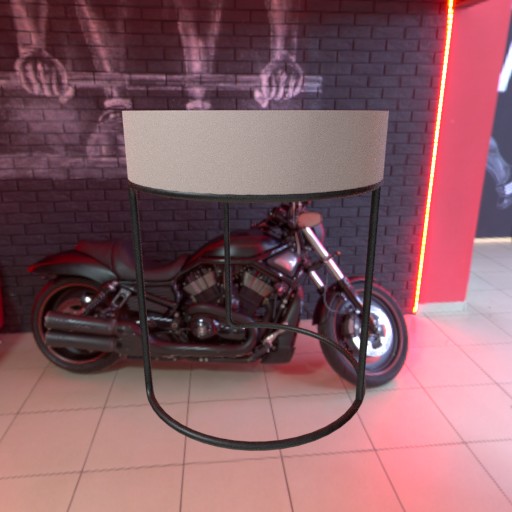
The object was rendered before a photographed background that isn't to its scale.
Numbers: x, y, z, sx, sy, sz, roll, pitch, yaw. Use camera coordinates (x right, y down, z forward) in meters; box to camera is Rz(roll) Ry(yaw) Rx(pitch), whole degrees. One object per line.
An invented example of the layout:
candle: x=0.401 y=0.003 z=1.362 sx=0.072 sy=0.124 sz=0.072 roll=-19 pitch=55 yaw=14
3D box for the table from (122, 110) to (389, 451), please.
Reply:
table: x=0.000 y=0.000 z=0.853 sx=0.450 sy=0.530 sz=0.450 roll=0 pitch=18 yaw=0
